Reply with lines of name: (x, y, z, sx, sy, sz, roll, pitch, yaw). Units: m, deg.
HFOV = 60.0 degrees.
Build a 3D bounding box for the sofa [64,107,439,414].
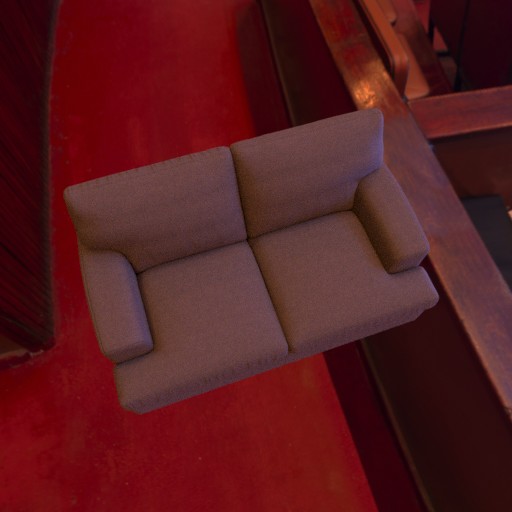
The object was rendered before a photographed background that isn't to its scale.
sofa: (0.000, 0.000, 2.523, 1.869, 0.950, 1.140, -17, 64, -9)
